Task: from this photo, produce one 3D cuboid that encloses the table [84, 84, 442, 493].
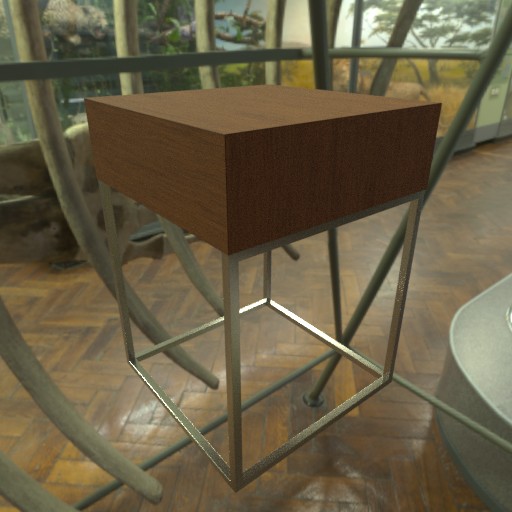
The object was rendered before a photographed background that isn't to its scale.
[{"bbox_3d":[0.000,0.000,0.810,0.398,0.540,0.397,-19,32,-34],"label":"table"}]
